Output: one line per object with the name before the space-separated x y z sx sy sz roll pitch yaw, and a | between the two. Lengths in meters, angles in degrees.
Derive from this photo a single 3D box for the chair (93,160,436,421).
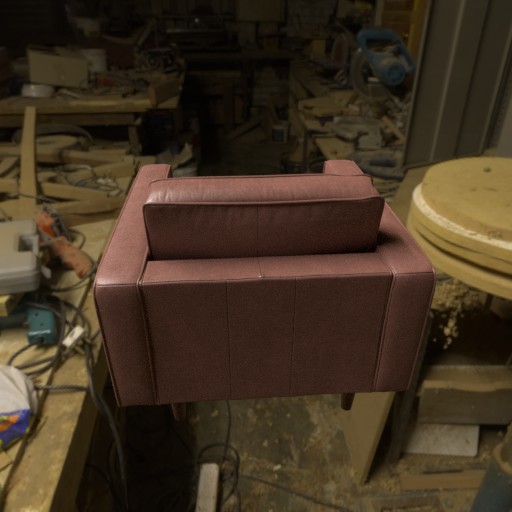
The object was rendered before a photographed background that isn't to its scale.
chair | 0.000 0.000 1.574 0.920 0.770 0.900 -2 31 -4
